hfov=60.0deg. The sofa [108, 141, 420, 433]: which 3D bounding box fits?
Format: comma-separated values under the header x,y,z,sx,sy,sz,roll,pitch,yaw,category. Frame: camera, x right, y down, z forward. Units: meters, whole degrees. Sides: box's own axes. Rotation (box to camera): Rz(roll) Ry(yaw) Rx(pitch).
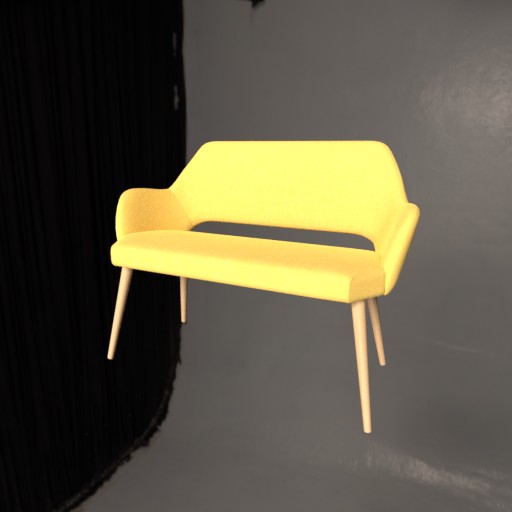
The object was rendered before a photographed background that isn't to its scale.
x,y,z,sx,sy,sz,roll,pitch,yaw,category
0.000,0.000,1.668,1.150,0.840,0.610,7,16,26,sofa
